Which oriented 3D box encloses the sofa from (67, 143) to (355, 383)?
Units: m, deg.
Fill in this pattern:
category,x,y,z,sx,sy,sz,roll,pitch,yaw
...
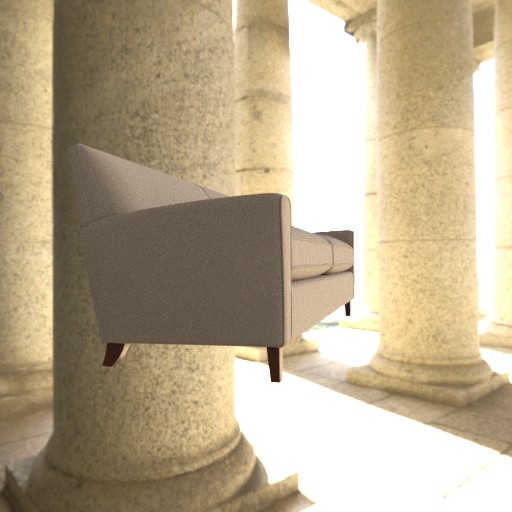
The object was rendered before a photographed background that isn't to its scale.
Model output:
category,x,y,z,sx,sy,sz,roll,pitch,yaw
sofa,0.000,0.000,2.447,0.875,0.846,2.000,0,-1,19
